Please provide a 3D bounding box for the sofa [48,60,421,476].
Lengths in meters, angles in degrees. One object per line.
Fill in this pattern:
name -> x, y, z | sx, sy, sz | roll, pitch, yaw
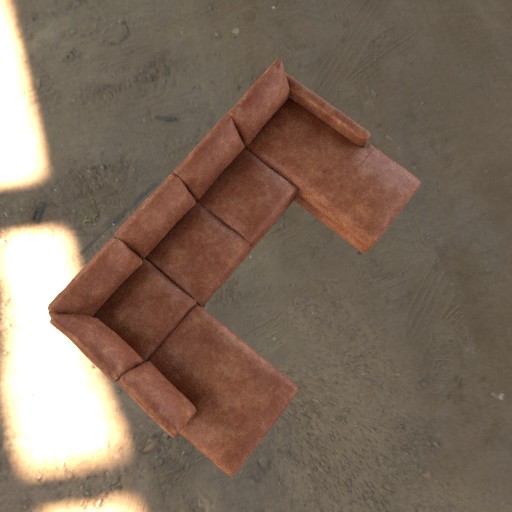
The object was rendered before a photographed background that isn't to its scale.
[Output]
sofa -> 0.000, 0.000, 3.820 | 1.939, 0.900, 2.956 | 38, 79, 9
